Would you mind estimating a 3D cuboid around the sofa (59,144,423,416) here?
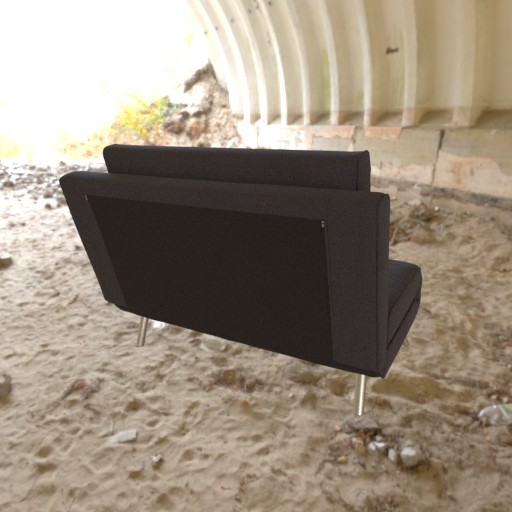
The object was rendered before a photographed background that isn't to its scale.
[{"bbox_3d":[0.000,0.000,1.849,1.220,0.910,0.910,9,19,28],"label":"sofa"}]
